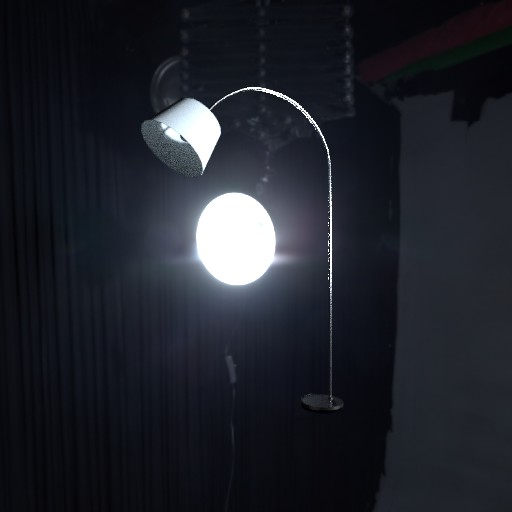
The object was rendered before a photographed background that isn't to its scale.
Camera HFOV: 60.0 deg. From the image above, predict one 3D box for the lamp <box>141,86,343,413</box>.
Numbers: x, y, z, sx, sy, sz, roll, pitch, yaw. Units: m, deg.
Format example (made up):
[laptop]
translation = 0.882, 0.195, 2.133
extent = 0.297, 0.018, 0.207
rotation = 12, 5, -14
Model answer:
[lamp]
translation = 0.000, 0.000, 2.738
extent = 1.445, 2.098, 0.406
rotation = 0, 1, -37
